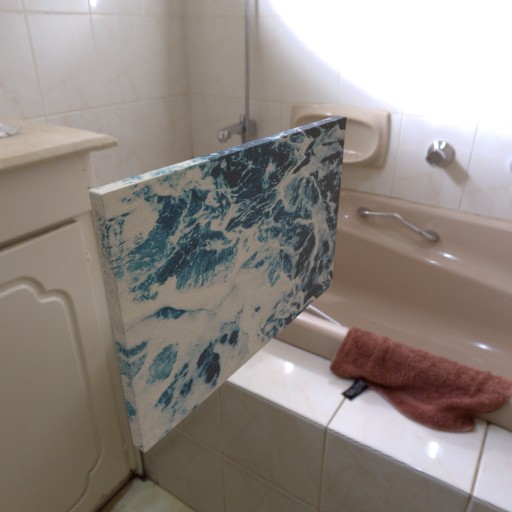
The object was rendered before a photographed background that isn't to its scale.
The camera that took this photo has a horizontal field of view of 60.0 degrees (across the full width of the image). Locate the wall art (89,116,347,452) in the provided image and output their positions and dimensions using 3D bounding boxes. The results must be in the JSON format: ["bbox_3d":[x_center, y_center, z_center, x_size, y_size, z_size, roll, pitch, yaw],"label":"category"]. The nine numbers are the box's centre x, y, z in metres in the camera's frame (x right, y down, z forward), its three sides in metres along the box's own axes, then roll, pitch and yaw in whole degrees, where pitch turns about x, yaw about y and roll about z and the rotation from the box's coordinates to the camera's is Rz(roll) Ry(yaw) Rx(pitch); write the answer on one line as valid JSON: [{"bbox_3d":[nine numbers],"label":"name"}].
[{"bbox_3d":[0.000,0.000,1.199,0.042,0.610,0.915,18,32,31],"label":"wall art"}]
